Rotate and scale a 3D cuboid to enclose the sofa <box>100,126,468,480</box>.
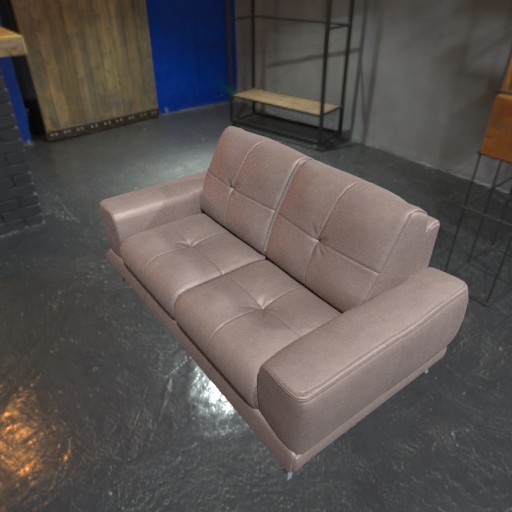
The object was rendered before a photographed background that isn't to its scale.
[{"bbox_3d":[0.000,0.000,2.281,1.018,0.907,1.806,-23,40,-30],"label":"sofa"}]
